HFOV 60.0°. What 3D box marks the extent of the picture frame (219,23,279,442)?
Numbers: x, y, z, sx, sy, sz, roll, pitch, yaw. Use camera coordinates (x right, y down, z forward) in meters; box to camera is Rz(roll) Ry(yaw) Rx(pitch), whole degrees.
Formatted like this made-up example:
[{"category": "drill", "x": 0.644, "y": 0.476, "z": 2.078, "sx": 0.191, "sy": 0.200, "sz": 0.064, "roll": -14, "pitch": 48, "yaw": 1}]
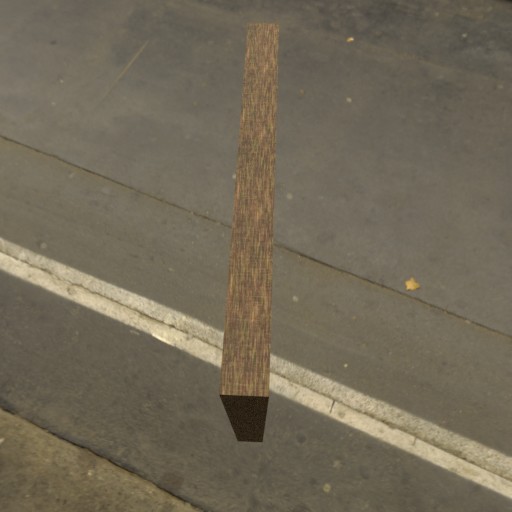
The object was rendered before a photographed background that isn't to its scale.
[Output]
[{"category": "picture frame", "x": 0.000, "y": 0.000, "z": 0.523, "sx": 0.033, "sy": 0.330, "sz": 0.378, "roll": 2, "pitch": 62, "yaw": 1}]
